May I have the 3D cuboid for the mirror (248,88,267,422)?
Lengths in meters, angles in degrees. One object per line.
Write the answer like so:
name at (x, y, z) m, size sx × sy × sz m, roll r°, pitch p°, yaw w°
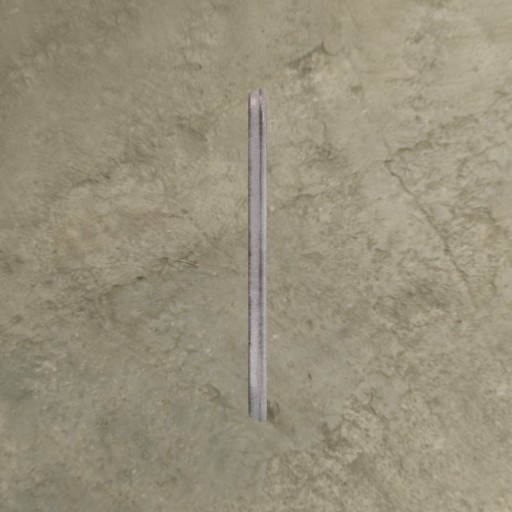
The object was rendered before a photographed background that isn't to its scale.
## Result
mirror at (0.000, 0.000, 0.917) m, size 0.024 × 0.713 × 0.461 m, roll 0°, pitch 90°, yaw 0°
